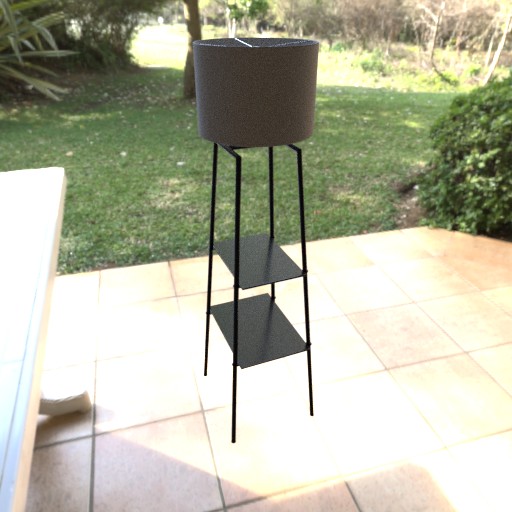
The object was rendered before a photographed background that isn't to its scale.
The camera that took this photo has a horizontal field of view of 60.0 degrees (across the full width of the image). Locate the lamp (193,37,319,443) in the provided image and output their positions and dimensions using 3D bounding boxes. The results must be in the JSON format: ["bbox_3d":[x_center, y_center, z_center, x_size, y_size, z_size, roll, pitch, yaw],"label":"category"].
[{"bbox_3d":[0.000,0.000,1.689,0.384,1.474,0.427,-11,32,-19],"label":"lamp"}]
